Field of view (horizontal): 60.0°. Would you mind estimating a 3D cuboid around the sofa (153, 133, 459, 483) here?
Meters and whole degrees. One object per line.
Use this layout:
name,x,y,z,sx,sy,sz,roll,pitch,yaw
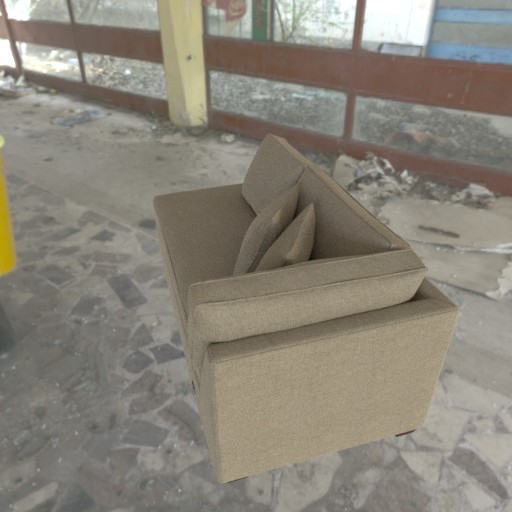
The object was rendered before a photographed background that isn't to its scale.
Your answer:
sofa,0.000,0.000,2.750,1.110,1.019,2.238,-9,33,-14
